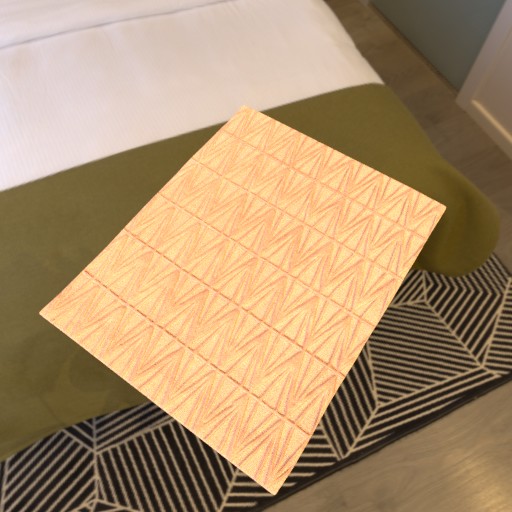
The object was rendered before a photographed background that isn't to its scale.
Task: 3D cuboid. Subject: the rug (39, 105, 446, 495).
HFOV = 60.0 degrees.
[{"bbox_3d":[0.000,0.000,4.080,2.453,0.043,3.052,31,66,16],"label":"rug"}]
